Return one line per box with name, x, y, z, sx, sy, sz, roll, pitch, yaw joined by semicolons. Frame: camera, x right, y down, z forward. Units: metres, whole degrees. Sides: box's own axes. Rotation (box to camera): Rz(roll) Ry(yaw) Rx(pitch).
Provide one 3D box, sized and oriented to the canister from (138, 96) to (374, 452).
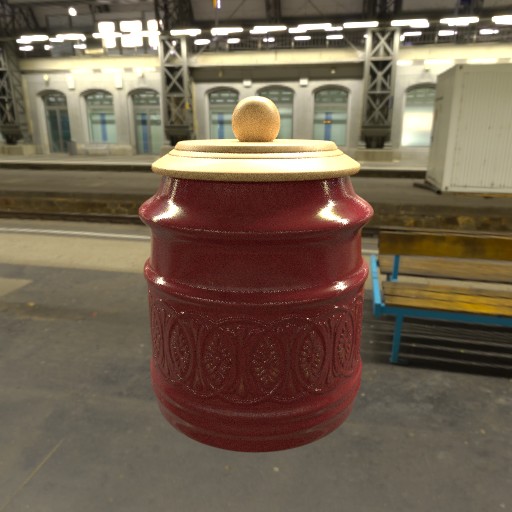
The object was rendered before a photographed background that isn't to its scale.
canister;0.000;0.000;0.260;0.130;0.176;0.130;0;16;0
